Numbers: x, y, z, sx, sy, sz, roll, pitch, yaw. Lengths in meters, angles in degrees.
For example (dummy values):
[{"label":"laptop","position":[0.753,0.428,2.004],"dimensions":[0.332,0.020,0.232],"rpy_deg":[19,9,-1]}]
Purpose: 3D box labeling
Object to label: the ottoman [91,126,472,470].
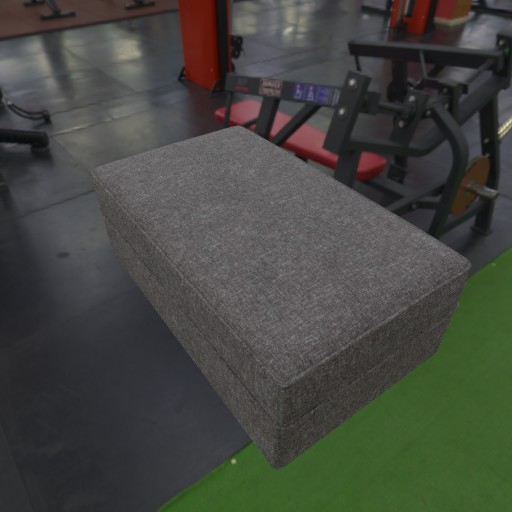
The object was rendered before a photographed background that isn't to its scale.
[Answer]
[{"label":"ottoman","position":[0.000,0.000,1.566],"dimensions":[0.717,0.487,1.184],"rpy_deg":[-25,46,-27]}]
